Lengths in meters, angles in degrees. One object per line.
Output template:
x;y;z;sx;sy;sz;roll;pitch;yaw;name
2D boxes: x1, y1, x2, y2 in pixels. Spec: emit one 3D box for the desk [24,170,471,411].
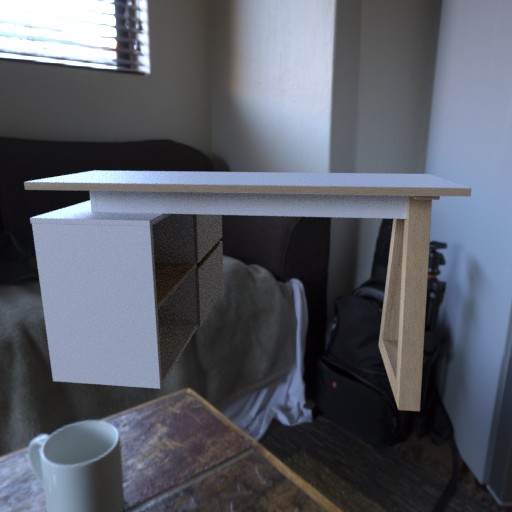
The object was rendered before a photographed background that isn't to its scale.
0.000;0.000;2.000;1.404;0.755;1.098;2;15;7;desk
